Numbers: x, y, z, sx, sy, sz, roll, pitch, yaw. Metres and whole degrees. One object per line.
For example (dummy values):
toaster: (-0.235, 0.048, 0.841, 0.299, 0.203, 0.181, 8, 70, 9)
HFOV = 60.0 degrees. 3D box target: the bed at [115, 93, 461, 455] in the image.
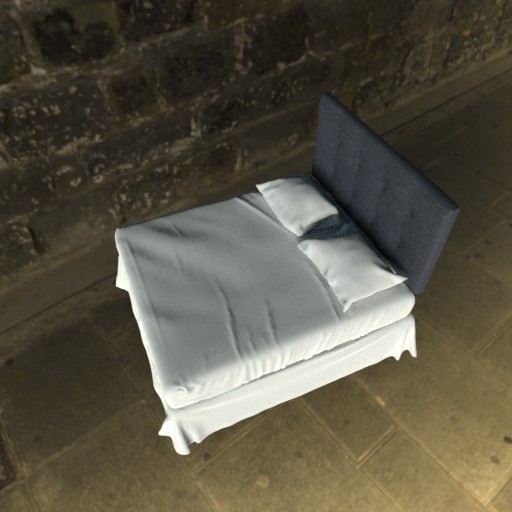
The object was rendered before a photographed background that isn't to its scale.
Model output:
bed: (0.000, 0.000, 3.504, 2.222, 1.577, 1.936, -18, 50, -16)
